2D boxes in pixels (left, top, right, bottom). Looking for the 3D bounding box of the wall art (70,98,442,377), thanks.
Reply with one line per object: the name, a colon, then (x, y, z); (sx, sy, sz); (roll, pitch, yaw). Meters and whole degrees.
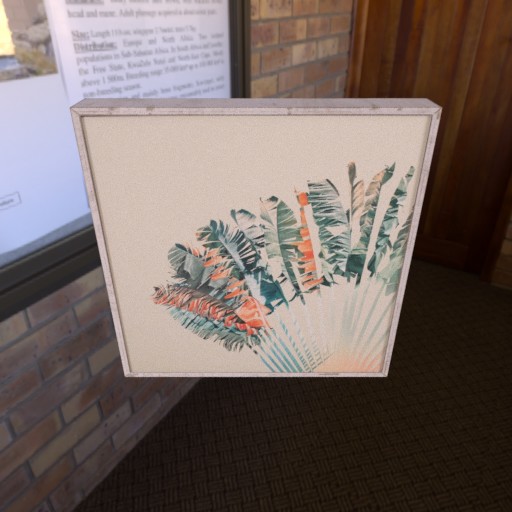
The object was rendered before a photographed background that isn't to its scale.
wall art: (0.000, 0.000, 0.455); (0.305, 0.303, 0.038); (0, 30, 0)
